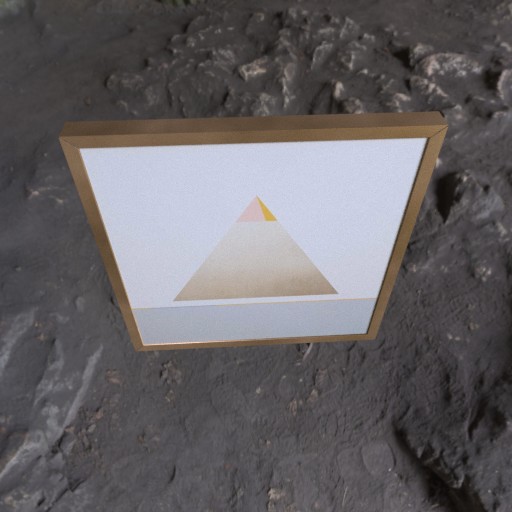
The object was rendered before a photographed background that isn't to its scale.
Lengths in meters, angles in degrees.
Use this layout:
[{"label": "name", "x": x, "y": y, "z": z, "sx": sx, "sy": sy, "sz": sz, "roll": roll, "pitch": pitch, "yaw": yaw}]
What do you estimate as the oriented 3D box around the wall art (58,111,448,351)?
[{"label": "wall art", "x": 0.000, "y": 0.000, "z": 0.778, "sx": 0.513, "sy": 0.511, "sz": 0.038, "roll": -2, "pitch": 46, "yaw": -2}]
